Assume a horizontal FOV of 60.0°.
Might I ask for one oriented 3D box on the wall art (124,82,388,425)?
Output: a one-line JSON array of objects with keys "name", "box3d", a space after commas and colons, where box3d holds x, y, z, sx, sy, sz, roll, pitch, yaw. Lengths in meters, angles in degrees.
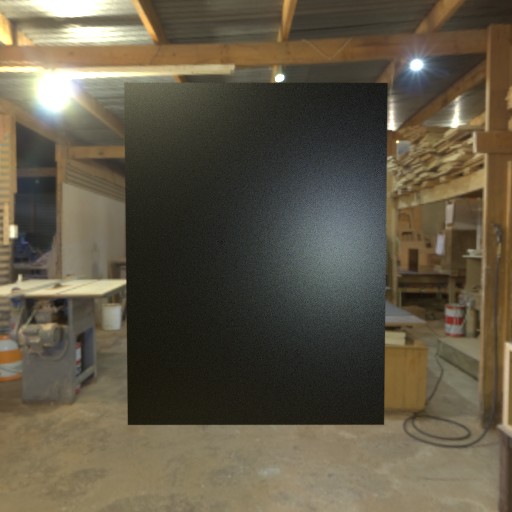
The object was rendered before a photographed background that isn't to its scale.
[{"name": "wall art", "box3d": [0.000, 0.000, 0.760, 0.442, 0.582, 0.013, 0, 2, 0]}]
